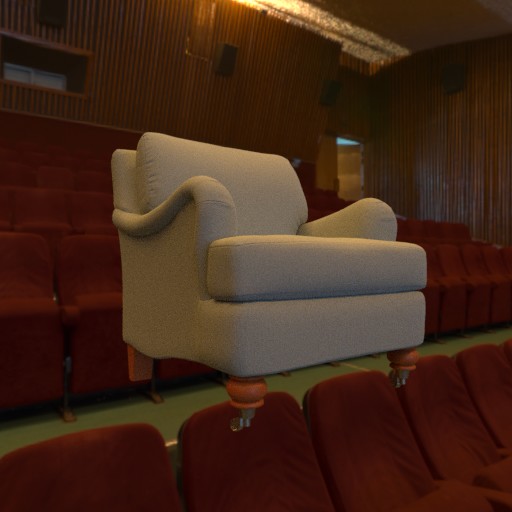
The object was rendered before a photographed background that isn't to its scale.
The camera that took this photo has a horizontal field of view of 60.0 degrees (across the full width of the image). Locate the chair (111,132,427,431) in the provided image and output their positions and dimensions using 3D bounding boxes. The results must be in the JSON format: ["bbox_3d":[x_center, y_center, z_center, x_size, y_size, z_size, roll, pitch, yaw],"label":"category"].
[{"bbox_3d":[0.000,0.000,1.849,0.955,1.038,1.070,1,-1,-36],"label":"chair"}]
